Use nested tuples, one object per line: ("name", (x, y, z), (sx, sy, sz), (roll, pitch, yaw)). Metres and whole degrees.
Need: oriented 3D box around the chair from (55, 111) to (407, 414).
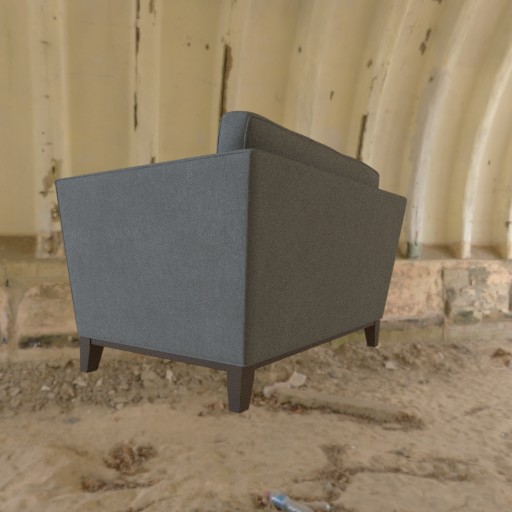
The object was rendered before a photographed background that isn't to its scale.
("chair", (0.000, 0.000, 2.034), (0.965, 0.942, 1.396), (0, 1, 35))
